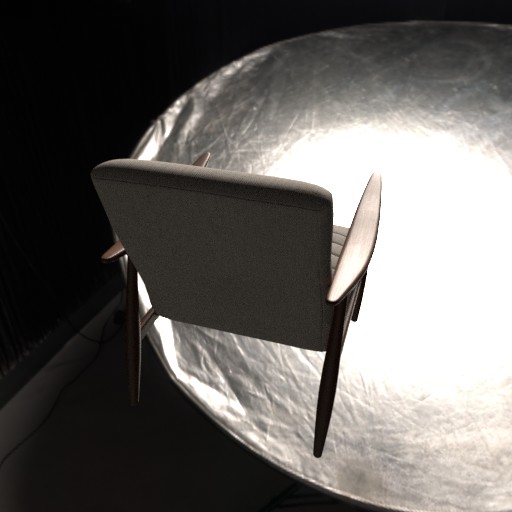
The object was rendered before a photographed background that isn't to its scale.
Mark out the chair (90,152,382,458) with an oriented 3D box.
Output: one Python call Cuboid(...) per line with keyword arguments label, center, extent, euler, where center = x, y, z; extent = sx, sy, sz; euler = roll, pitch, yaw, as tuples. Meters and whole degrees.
Cuboid(label="chair", center=(0.000, 0.000, 1.451), extent=(0.741, 0.832, 0.798), euler=(10, 32, 15))
